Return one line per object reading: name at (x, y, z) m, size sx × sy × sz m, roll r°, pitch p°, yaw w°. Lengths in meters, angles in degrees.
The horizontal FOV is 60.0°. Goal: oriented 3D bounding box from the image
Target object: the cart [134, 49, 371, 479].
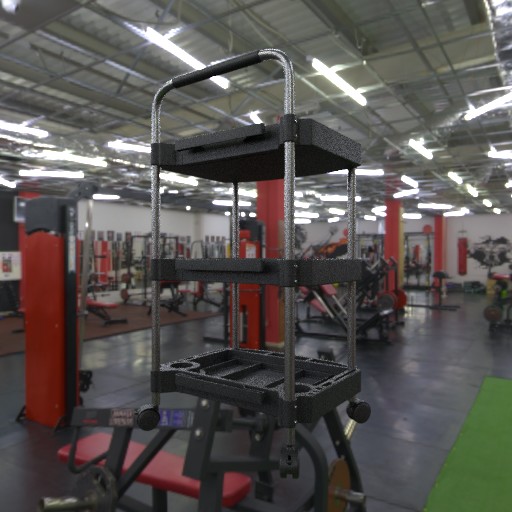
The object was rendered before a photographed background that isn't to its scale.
cart at (0.000, 0.000, 1.406) m, size 0.584 × 1.075 × 0.518 m, roll 0°, pitch 0°, yaw 36°
